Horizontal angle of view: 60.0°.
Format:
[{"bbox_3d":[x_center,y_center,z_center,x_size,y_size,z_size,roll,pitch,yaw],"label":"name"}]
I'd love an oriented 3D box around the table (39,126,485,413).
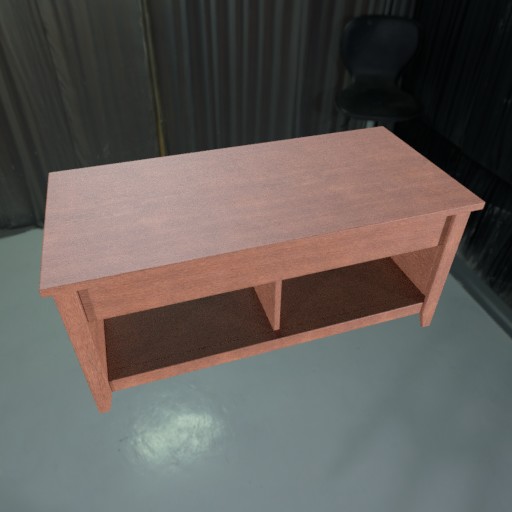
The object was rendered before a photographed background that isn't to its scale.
[{"bbox_3d":[0.000,0.000,1.277,1.016,0.457,0.483,-11,40,-14],"label":"table"}]
